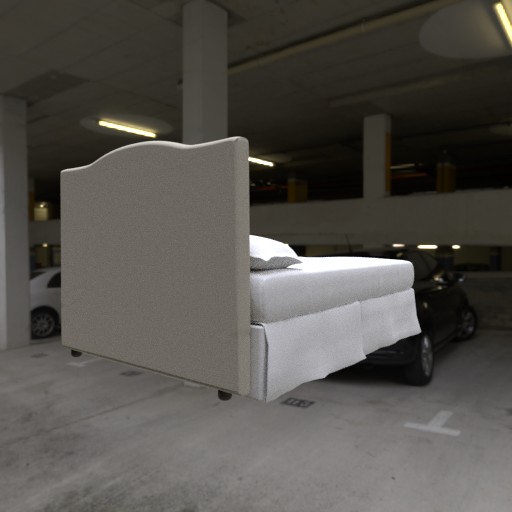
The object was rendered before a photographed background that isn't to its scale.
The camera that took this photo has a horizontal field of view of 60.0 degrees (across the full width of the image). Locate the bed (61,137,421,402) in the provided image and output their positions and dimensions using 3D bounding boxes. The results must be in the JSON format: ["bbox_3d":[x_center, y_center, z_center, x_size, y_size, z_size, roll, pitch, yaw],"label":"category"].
[{"bbox_3d":[0.000,0.000,3.690,1.977,1.437,2.477,1,2,38],"label":"bed"}]
